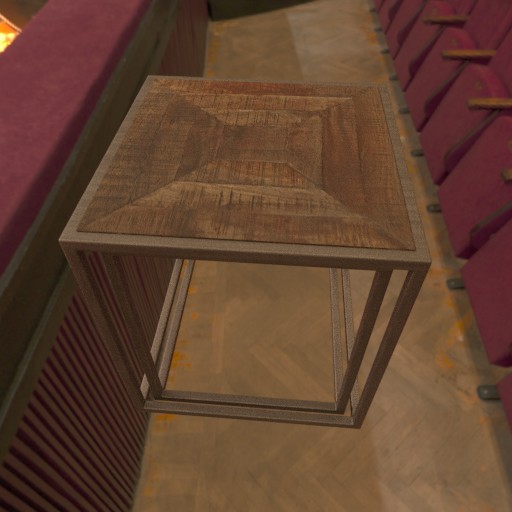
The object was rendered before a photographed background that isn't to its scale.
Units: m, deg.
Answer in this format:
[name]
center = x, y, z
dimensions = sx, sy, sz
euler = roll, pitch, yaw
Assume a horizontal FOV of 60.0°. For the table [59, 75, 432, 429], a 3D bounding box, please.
[table]
center = 0.000, 0.000, 0.862
dimensions = 0.450, 0.500, 0.449
euler = 3, 47, 3
